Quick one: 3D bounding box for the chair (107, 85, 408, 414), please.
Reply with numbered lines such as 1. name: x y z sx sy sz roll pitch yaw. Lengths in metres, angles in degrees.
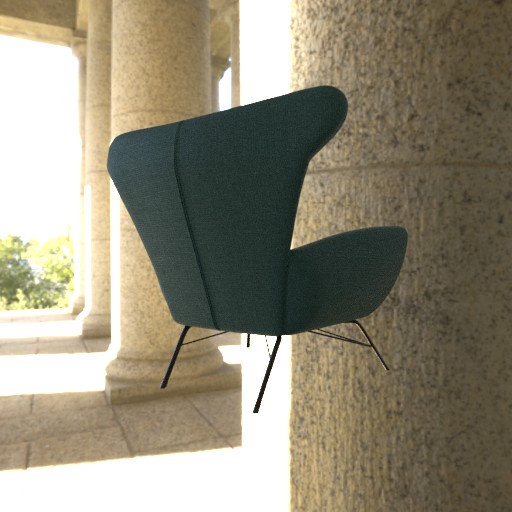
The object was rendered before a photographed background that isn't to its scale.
1. chair: 0.000 0.000 1.774 1.050 0.980 0.900 0 0 36
